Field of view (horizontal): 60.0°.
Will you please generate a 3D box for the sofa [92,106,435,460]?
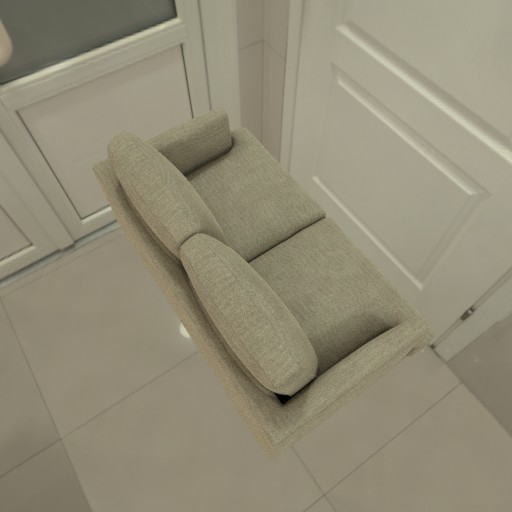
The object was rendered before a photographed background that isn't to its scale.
[{"bbox_3d":[0.000,0.000,2.163,0.903,0.944,1.582,-31,64,-16],"label":"sofa"}]
